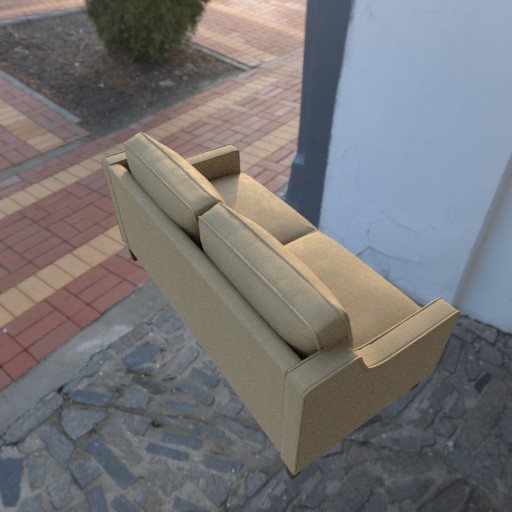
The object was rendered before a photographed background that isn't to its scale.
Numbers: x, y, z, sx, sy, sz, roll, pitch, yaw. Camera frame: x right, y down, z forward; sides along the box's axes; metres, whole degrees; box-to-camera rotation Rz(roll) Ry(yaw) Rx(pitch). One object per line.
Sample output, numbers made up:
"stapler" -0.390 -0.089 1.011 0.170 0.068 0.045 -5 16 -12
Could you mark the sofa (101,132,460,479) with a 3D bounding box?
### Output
"sofa" 0.000 0.000 2.790 1.066 1.071 2.178 -24 47 -25
